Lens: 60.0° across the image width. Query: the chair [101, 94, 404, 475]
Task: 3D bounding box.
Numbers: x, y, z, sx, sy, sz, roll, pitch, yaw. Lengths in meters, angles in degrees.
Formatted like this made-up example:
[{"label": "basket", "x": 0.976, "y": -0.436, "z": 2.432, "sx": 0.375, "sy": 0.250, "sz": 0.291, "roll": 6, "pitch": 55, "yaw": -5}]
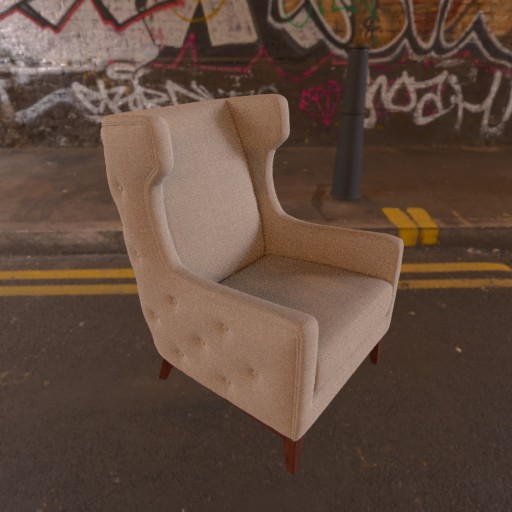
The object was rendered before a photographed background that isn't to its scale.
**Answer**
[{"label": "chair", "x": 0.000, "y": 0.000, "z": 1.672, "sx": 0.899, "sy": 1.079, "sz": 0.778, "roll": 18, "pitch": 31, "yaw": 32}]
